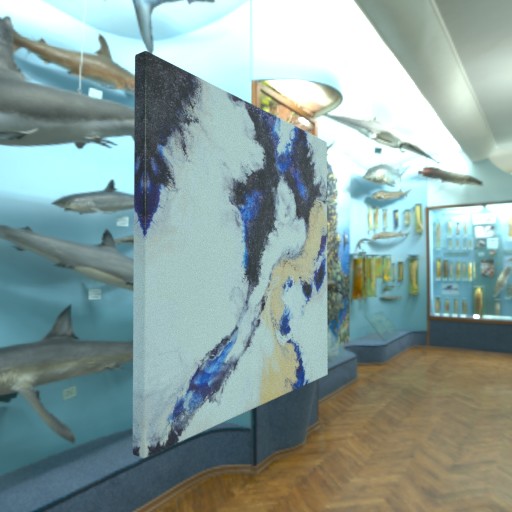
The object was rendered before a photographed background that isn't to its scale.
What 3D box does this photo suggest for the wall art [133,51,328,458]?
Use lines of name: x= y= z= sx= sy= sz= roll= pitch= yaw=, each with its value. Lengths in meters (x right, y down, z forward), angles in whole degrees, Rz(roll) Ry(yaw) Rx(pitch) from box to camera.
wall art: x=0.000 y=0.000 z=1.330 sx=0.038 sy=0.885 sz=0.887 roll=-1 pitch=-1 yaw=35
